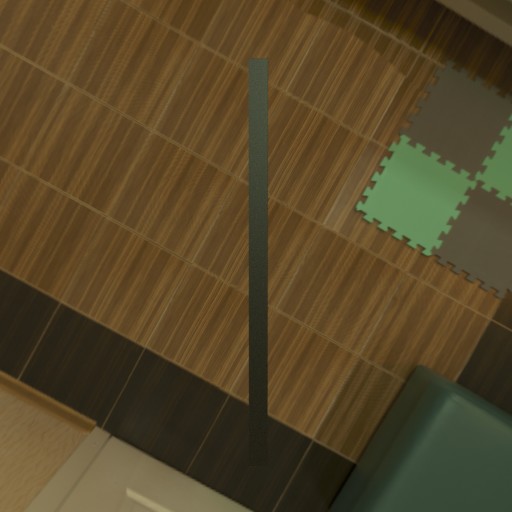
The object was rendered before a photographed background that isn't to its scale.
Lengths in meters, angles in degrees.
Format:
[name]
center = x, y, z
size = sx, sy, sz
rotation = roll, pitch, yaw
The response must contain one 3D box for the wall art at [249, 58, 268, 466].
[wall art]
center = 0.000, 0.000, 1.405
size = 0.038, 1.062, 0.806
rotation = 0, 92, 0
